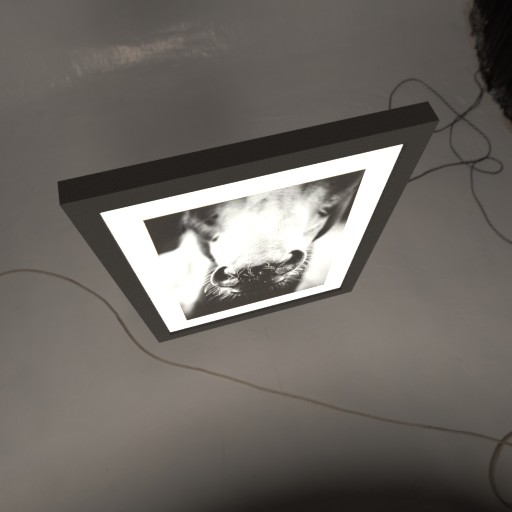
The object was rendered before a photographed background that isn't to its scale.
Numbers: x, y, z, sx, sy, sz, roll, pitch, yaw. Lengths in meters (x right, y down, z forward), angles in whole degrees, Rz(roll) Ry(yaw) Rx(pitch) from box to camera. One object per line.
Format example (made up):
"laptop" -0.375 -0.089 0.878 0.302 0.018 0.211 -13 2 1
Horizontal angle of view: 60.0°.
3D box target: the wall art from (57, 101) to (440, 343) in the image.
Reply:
"wall art" 0.000 0.000 0.556 0.329 0.404 0.024 -14 64 -7
